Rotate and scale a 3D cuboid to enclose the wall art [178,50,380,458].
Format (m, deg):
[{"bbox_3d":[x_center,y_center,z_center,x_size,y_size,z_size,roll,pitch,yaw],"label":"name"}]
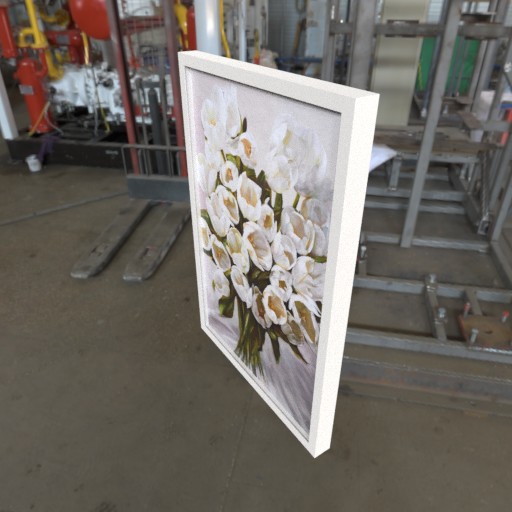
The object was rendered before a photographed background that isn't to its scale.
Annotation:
[{"bbox_3d":[0.000,0.000,0.833,0.038,0.657,0.450,-20,37,-29],"label":"wall art"}]
